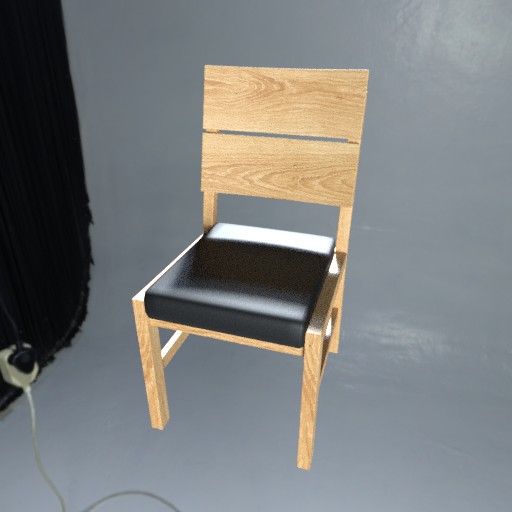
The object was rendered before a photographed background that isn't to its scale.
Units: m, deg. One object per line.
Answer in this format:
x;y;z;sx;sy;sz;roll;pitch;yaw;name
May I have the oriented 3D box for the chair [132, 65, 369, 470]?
0.000;0.000;1.261;0.475;0.950;0.569;8;29;16;chair
